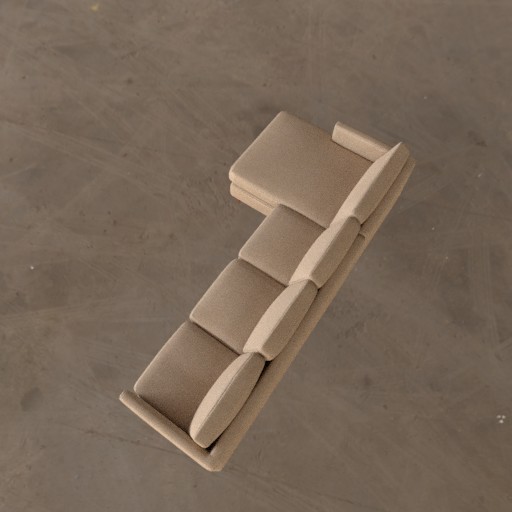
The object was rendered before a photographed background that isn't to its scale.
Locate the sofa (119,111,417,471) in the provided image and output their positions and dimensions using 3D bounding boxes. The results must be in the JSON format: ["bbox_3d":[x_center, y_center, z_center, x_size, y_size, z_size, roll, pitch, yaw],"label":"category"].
[{"bbox_3d":[0.000,0.000,3.919,1.502,0.876,3.201,32,68,15],"label":"sofa"}]
